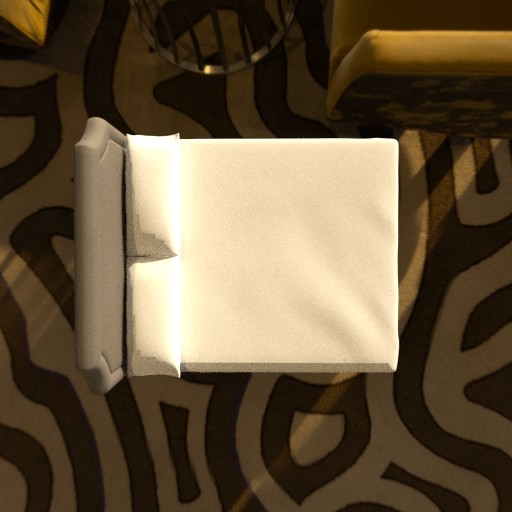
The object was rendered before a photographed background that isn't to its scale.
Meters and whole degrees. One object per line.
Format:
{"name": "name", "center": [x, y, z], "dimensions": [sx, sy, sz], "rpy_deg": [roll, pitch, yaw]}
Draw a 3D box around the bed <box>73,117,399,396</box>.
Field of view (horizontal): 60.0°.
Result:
{"name": "bed", "center": [0.000, 0.000, 3.828], "dimensions": [2.536, 1.561, 2.194], "rpy_deg": [0, 91, 1]}
